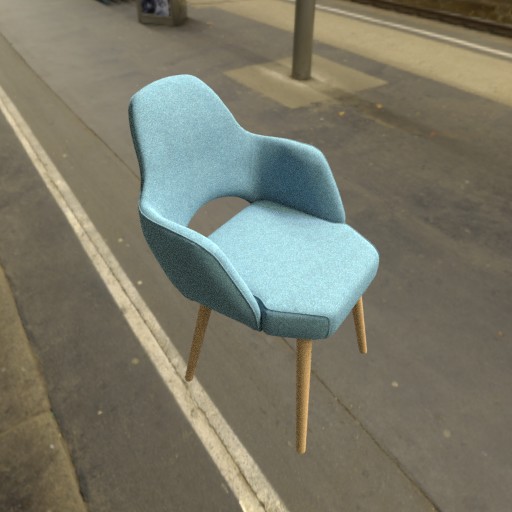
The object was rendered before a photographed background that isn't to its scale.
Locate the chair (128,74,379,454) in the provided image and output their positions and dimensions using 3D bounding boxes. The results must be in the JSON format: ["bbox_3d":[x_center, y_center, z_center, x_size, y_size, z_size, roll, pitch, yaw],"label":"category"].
[{"bbox_3d":[0.000,0.000,1.329,0.666,0.920,0.589,24,45,26],"label":"chair"}]
